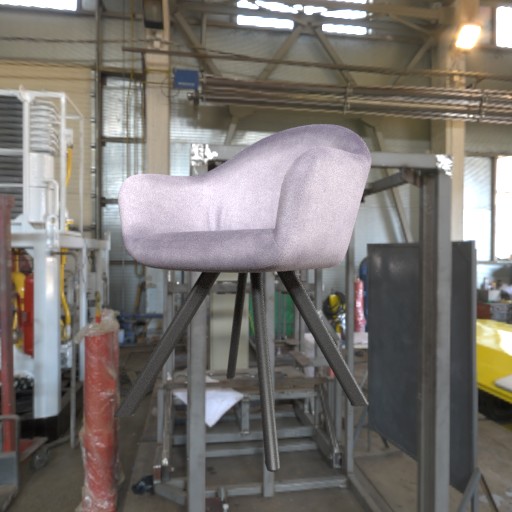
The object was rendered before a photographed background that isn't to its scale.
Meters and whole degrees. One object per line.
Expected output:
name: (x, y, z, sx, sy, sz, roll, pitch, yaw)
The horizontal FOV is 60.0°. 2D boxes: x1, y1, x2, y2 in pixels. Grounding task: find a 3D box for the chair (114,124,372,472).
chair: (0.000, 0.000, 1.156, 0.570, 0.780, 0.540, 0, 1, 36)
